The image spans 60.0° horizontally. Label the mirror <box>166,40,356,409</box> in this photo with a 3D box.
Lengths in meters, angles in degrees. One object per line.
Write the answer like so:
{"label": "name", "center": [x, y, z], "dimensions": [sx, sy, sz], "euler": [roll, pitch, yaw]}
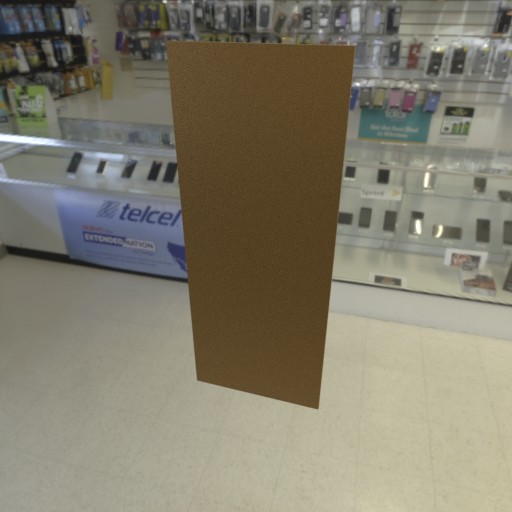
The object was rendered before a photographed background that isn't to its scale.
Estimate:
{"label": "mirror", "center": [0.000, 0.000, 2.339], "dimensions": [0.812, 2.031, 0.025], "euler": [9, 31, 15]}
